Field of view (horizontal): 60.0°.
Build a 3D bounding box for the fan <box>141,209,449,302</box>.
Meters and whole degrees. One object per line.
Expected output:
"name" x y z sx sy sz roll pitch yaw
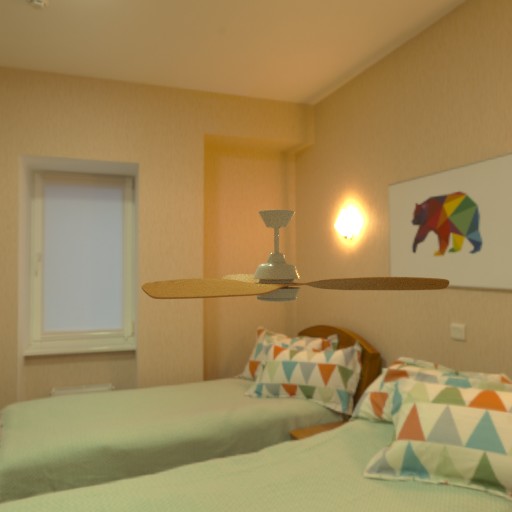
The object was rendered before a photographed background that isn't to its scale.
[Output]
"fan" 0.000 0.000 1.624 1.142 0.355 1.010 -1 -2 35
